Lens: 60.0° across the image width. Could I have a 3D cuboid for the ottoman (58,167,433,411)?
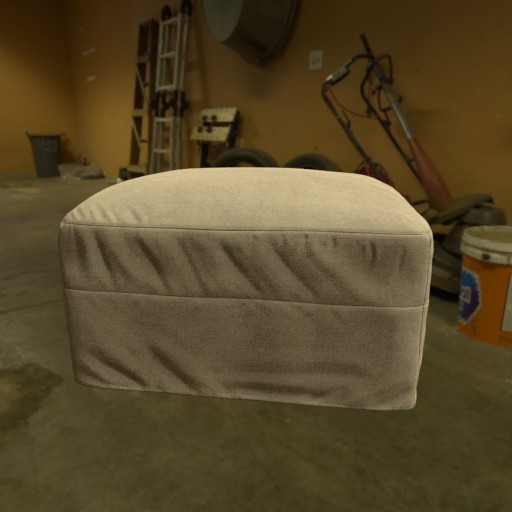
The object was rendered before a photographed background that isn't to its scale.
[{"bbox_3d":[0.000,0.000,1.240,0.837,0.481,0.683,2,17,8],"label":"ottoman"}]
